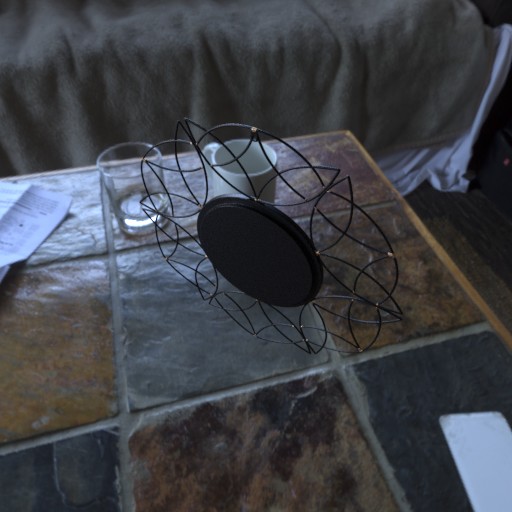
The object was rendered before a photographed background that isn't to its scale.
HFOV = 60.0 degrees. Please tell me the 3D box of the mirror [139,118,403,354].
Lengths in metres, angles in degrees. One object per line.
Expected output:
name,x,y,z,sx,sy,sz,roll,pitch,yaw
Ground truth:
mirror,0.000,0.000,1.176,0.797,0.775,0.028,23,52,20
